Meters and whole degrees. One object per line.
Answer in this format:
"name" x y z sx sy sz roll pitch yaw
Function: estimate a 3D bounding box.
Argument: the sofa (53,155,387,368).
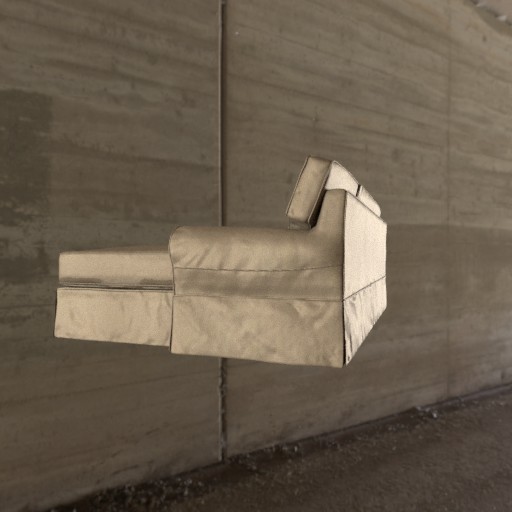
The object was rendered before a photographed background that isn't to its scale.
"sofa" 0.000 0.000 3.339 1.733 0.978 2.475 0 0 21
